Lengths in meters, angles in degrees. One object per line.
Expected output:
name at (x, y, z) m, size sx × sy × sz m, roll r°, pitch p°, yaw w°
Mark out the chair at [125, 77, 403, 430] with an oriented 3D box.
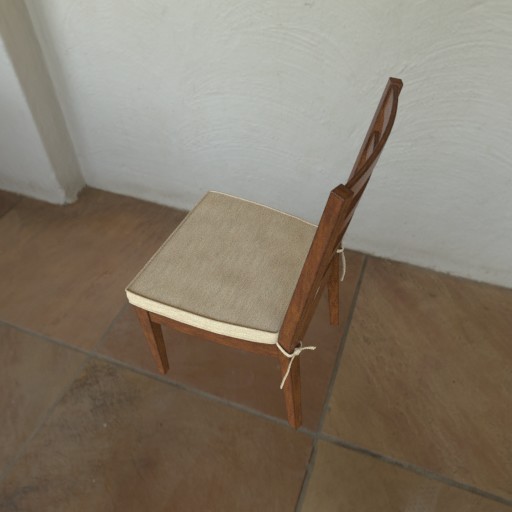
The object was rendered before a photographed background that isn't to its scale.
chair at (0.000, 0.000, 1.327) m, size 0.595 × 0.979 × 0.593 m, roll 17°, pitch 48°, yaw 16°
